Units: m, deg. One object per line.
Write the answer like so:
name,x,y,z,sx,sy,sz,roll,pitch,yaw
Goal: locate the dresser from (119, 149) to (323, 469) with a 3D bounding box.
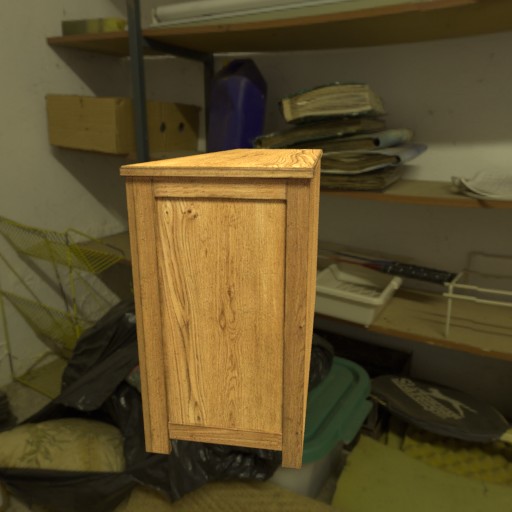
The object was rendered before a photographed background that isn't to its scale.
dresser,0.000,0.000,2.088,0.563,0.932,1.657,2,15,9
